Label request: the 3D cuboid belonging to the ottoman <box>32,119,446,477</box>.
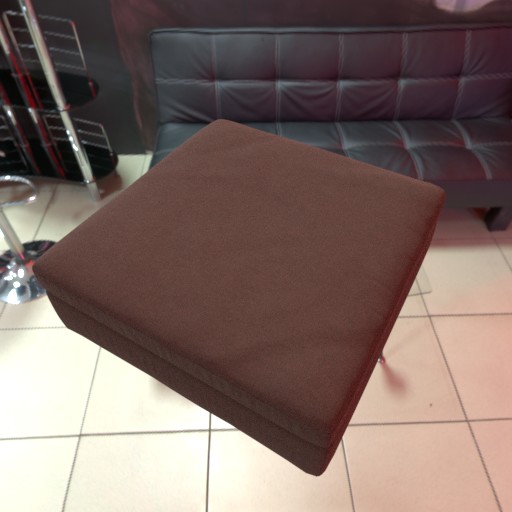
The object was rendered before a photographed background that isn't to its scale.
[{"bbox_3d":[0.000,0.000,1.801,1.181,0.470,1.181,24,51,20],"label":"ottoman"}]
